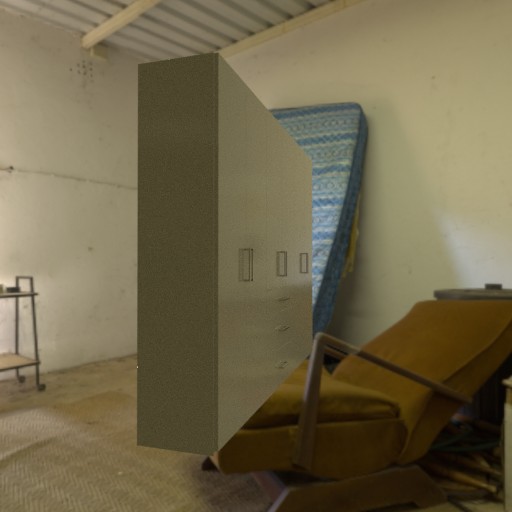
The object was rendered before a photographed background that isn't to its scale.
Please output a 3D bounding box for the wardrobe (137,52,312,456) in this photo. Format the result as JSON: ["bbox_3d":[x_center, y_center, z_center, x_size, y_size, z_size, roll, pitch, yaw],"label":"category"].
[{"bbox_3d":[0.000,0.000,4.081,0.580,2.360,3.000,0,-1,18],"label":"wardrobe"}]
